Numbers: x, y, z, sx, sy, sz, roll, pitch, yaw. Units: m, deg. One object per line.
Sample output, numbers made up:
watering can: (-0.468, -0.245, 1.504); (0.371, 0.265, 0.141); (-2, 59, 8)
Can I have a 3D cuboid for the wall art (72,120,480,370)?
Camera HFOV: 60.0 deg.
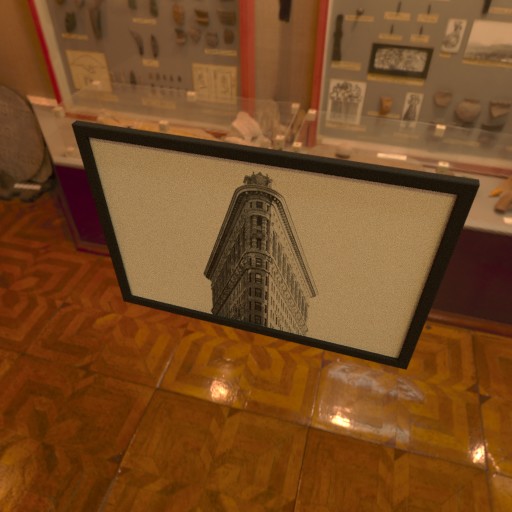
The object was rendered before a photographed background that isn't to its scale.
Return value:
wall art: (0.000, 0.000, 1.232); (0.958, 0.656, 0.026); (12, 43, 13)
